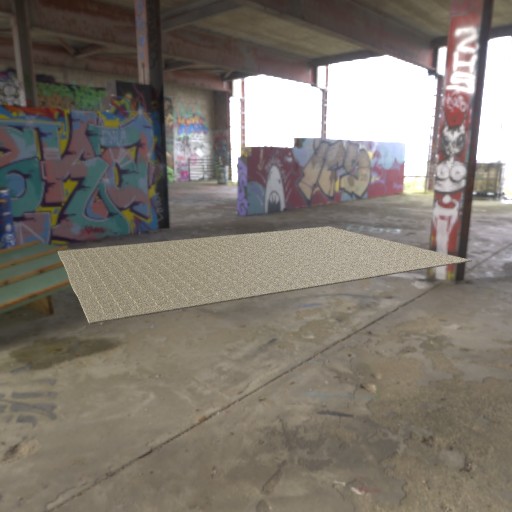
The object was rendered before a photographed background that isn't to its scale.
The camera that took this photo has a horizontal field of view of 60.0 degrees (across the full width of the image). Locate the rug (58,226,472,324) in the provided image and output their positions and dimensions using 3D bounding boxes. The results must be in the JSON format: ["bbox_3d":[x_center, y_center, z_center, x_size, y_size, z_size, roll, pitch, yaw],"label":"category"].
[{"bbox_3d":[0.000,0.000,2.224,1.747,0.006,1.143,-7,15,-27],"label":"rug"}]
